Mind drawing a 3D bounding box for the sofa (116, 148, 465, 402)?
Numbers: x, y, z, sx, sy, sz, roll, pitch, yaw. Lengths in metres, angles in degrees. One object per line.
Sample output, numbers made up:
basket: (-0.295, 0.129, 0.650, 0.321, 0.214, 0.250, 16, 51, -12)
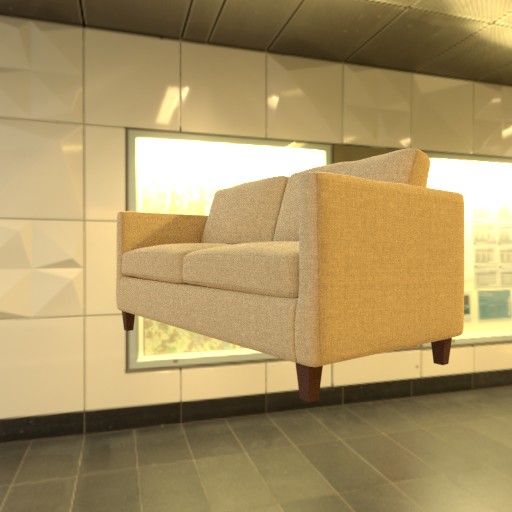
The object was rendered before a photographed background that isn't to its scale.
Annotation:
sofa: (0.000, 0.000, 2.427, 0.950, 0.963, 1.884, 0, 1, -37)
